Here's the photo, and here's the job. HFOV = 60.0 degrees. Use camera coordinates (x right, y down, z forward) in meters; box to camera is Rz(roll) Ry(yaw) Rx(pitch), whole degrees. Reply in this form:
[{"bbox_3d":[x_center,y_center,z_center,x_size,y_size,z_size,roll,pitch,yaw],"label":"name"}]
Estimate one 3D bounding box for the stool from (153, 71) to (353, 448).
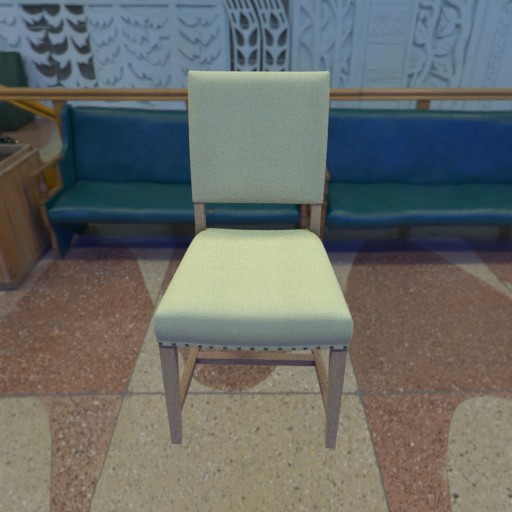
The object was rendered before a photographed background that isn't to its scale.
[{"bbox_3d":[0.000,0.000,1.357,0.508,0.986,0.623,1,30,1],"label":"stool"}]
